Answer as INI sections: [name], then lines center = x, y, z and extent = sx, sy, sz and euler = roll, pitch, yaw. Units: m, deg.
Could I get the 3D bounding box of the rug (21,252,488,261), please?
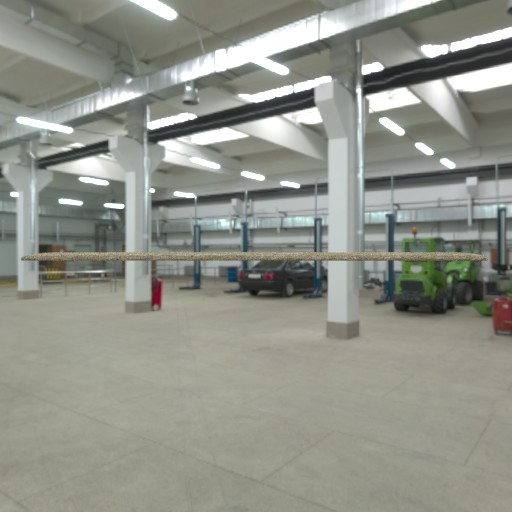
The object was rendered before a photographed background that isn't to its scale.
[rug]
center = 0.000, 0.000, 3.733
extent = 2.873, 0.050, 2.242
euler = 0, 0, 1
